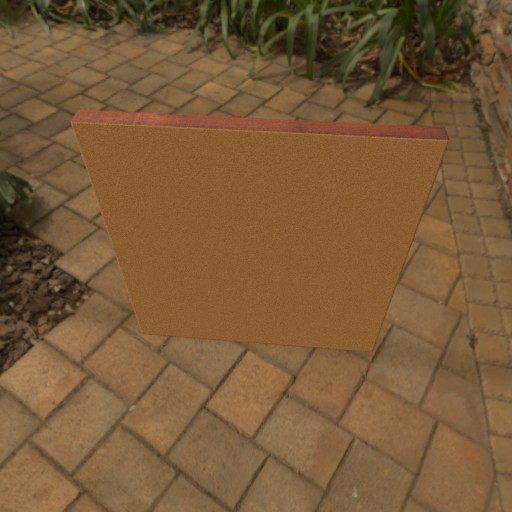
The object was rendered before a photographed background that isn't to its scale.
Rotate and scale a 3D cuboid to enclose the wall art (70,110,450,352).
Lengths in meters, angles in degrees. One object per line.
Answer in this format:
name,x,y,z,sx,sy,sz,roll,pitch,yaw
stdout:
wall art,0.000,0.000,0.866,0.554,0.572,0.037,4,47,4
